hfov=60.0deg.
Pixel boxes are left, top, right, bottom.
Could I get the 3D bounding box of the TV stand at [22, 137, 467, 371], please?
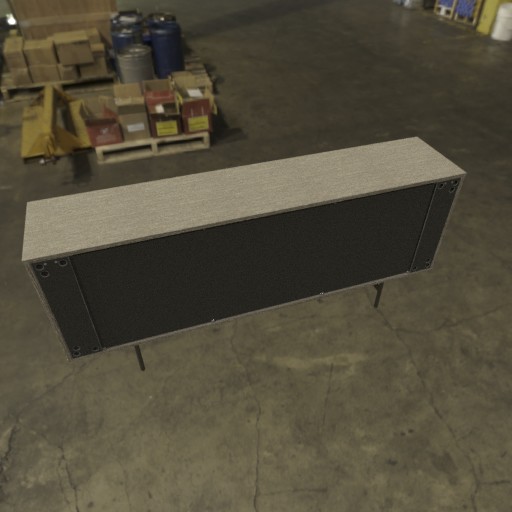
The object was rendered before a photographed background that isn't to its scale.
[{"bbox_3d":[0.000,0.000,2.114,1.804,0.787,0.405,-12,42,-14],"label":"TV stand"}]
